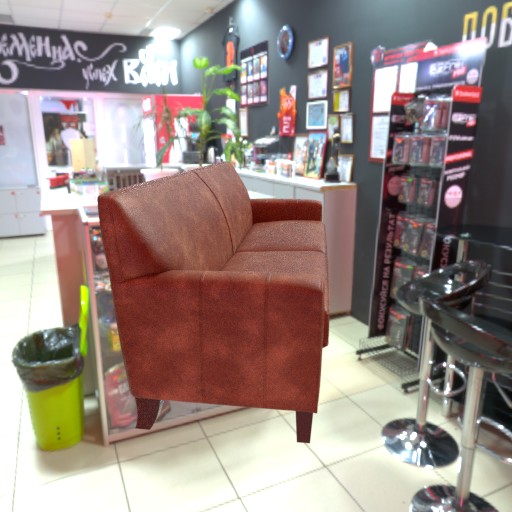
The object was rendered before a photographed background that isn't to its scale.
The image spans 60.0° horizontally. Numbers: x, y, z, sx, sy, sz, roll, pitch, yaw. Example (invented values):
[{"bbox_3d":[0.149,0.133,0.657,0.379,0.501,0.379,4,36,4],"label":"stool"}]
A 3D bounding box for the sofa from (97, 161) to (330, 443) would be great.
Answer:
[{"bbox_3d":[0.000,0.000,2.521,0.805,0.947,2.053,2,15,8],"label":"sofa"}]
